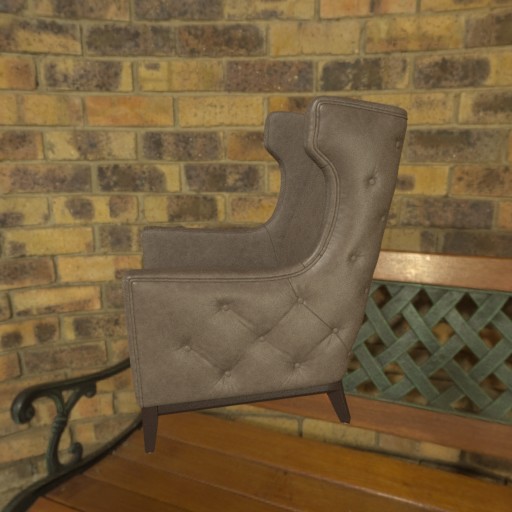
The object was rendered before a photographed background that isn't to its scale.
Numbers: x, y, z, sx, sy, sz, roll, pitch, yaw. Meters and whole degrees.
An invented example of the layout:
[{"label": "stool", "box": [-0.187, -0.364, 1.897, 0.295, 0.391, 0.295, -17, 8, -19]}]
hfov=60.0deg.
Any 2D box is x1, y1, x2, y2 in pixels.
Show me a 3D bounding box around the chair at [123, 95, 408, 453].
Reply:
[{"label": "chair", "box": [0.000, 0.000, 1.661, 0.899, 1.079, 0.769, -2, 15, -9]}]
